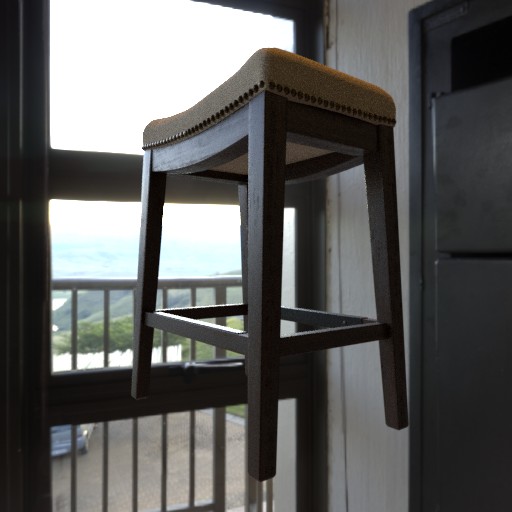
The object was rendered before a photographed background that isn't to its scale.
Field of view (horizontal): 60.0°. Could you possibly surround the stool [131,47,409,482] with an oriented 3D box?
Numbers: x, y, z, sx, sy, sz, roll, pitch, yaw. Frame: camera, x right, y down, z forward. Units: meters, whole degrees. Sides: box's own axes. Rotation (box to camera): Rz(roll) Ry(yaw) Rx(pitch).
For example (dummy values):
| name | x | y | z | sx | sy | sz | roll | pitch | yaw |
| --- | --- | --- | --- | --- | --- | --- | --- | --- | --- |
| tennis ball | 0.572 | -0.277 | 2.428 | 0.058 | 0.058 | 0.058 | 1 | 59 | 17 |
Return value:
| name | x | y | z | sx | sy | sz | roll | pitch | yaw |
| --- | --- | --- | --- | --- | --- | --- | --- | --- | --- |
| stool | 0.000 | 0.000 | 0.959 | 0.363 | 0.669 | 0.509 | 0 | 0 | -37 |
